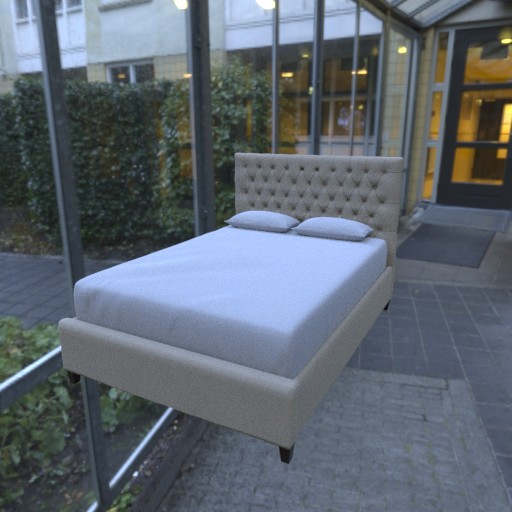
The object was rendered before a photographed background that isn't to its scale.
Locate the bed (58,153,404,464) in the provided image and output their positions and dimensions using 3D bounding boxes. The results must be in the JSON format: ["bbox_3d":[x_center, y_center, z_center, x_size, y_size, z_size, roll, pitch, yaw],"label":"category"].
[{"bbox_3d":[0.000,0.000,3.437,1.698,1.427,2.387,8,18,27],"label":"bed"}]
